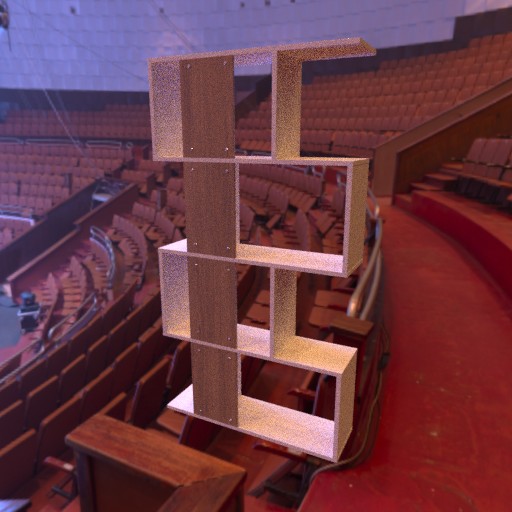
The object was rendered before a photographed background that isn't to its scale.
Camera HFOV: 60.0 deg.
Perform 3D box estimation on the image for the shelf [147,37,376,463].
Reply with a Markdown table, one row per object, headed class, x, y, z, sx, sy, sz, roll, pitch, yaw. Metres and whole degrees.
| class | x | y | z | sx | sy | sz | roll | pitch | yaw |
| --- | --- | --- | --- | --- | --- | --- | --- | --- | --- |
| shelf | 0.000 | 0.000 | 1.966 | 0.890 | 1.650 | 0.250 | 7 | 16 | 26 |
